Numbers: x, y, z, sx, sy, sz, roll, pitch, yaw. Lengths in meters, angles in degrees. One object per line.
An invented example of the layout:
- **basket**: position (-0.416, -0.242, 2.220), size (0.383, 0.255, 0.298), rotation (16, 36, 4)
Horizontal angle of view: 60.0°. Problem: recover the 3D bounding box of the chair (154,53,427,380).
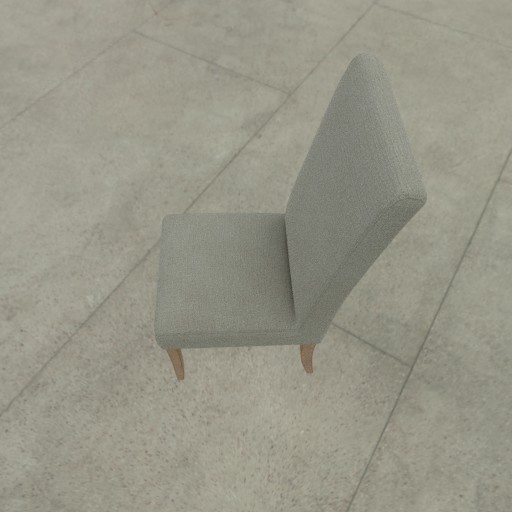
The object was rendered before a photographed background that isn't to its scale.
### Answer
- **chair**: position (0.000, 0.000, 1.325), size (0.611, 1.033, 0.450), rotation (-3, 58, -2)
